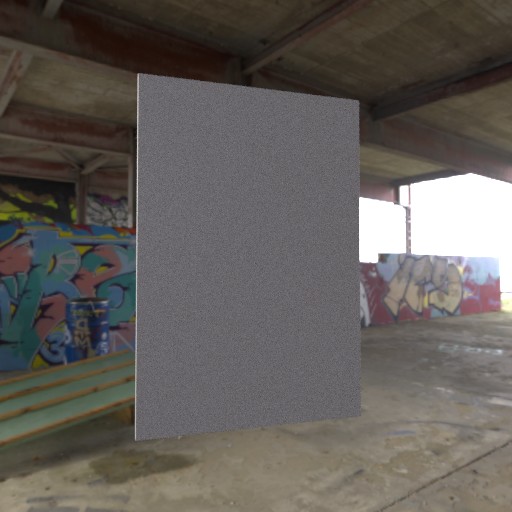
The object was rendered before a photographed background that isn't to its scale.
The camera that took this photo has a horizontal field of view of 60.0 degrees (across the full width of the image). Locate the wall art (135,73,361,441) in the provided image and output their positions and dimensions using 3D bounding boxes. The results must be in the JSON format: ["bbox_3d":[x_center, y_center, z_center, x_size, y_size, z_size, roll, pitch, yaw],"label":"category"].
[{"bbox_3d":[0.000,0.000,0.632,0.329,0.482,0.011,0,-2,-17],"label":"wall art"}]
